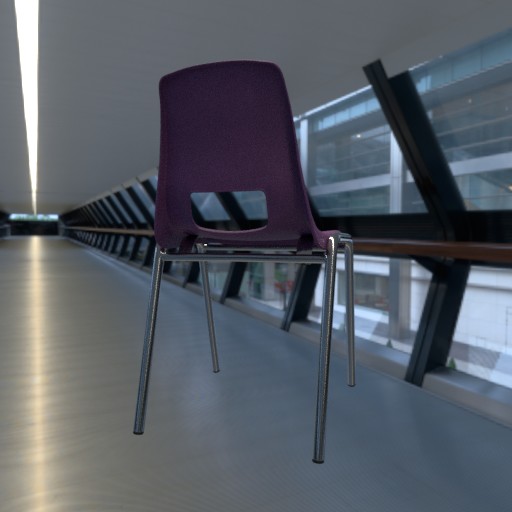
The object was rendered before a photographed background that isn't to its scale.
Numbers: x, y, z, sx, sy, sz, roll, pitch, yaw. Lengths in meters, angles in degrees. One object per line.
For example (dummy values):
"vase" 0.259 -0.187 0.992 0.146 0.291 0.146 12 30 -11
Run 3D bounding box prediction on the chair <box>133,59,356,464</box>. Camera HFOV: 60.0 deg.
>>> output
"chair" 0.000 0.000 0.936 0.381 0.654 0.432 1 3 18
